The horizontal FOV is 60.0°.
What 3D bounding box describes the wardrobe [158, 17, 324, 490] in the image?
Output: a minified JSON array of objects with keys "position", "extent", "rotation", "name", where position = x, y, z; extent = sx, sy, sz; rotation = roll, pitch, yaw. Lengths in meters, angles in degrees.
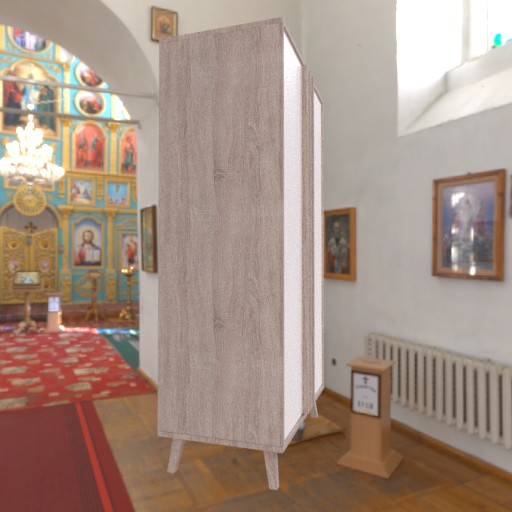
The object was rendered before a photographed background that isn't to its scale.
[{"position":[0.000,0.000,2.378],"extent":[0.600,1.960,1.000],"rotation":[0,-1,18],"name":"wardrobe"}]
